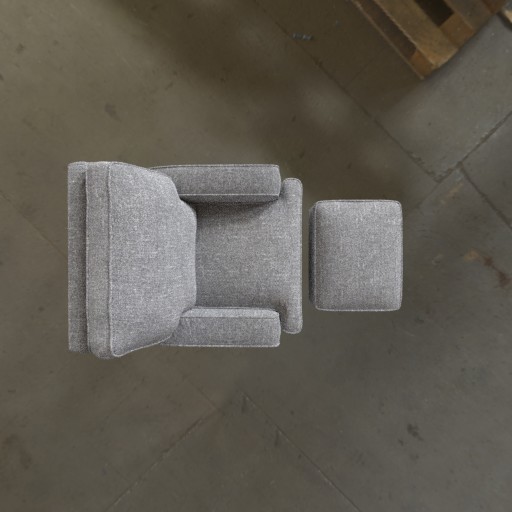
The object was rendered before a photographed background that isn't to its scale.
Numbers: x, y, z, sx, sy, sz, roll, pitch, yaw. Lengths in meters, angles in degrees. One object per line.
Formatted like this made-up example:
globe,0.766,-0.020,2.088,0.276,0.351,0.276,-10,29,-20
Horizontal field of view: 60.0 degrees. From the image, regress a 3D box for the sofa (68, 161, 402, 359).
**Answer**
sofa,0.000,0.000,2.090,1.472,0.959,0.861,0,91,0
